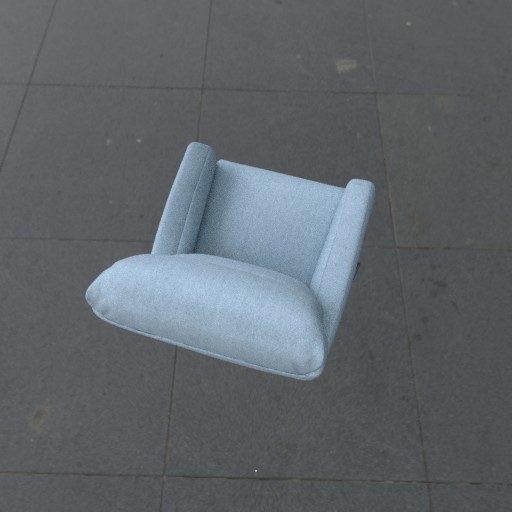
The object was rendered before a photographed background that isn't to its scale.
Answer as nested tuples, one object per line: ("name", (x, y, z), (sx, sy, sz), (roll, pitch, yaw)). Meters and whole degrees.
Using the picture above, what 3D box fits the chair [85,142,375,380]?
("chair", (0.000, 0.000, 1.651), (0.812, 1.013, 0.940), (15, 65, 7))
